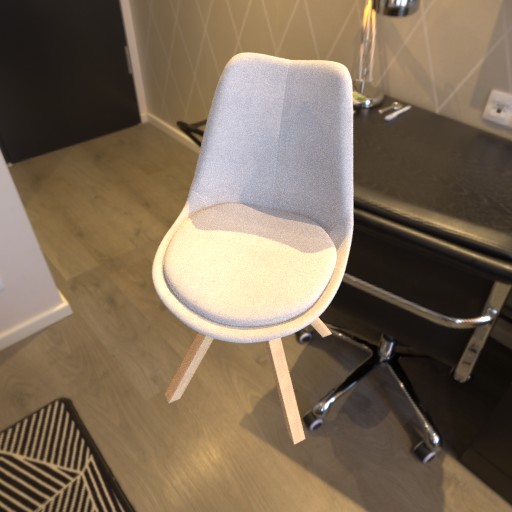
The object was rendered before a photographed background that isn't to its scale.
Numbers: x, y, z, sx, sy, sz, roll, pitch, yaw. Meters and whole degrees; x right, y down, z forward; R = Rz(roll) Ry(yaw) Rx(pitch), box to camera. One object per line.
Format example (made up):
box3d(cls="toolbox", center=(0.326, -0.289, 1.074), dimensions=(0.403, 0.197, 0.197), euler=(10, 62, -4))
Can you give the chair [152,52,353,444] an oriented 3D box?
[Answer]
box3d(cls="chair", center=(0.000, 0.000, 1.179), dimensions=(0.474, 0.863, 0.549), euler=(13, 43, 14))
